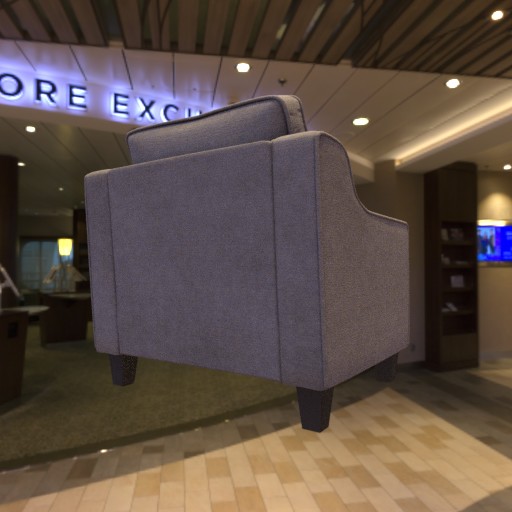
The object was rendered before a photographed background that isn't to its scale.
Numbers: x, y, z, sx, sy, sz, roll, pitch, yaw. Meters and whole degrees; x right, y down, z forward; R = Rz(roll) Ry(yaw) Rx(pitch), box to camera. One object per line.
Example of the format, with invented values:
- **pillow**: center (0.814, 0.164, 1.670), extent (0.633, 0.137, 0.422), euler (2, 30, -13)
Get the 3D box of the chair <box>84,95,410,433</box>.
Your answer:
- **chair**: center (0.000, 0.000, 1.663), extent (0.926, 0.944, 0.840), euler (-1, -1, 34)
